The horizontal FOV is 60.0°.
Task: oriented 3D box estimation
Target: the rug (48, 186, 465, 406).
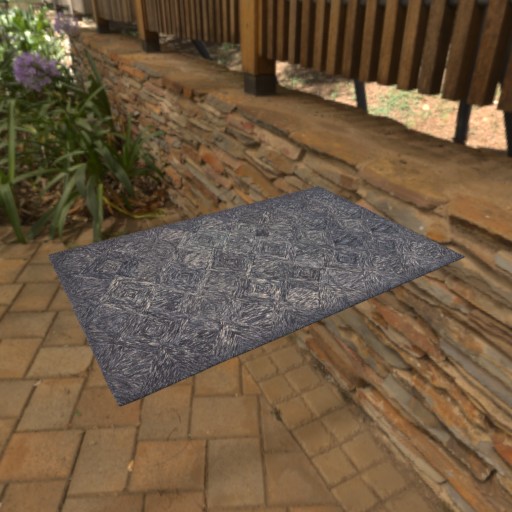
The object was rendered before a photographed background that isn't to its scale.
[{"bbox_3d":[0.000,0.000,2.215,1.754,0.010,1.139,-18,35,-28],"label":"rug"}]
